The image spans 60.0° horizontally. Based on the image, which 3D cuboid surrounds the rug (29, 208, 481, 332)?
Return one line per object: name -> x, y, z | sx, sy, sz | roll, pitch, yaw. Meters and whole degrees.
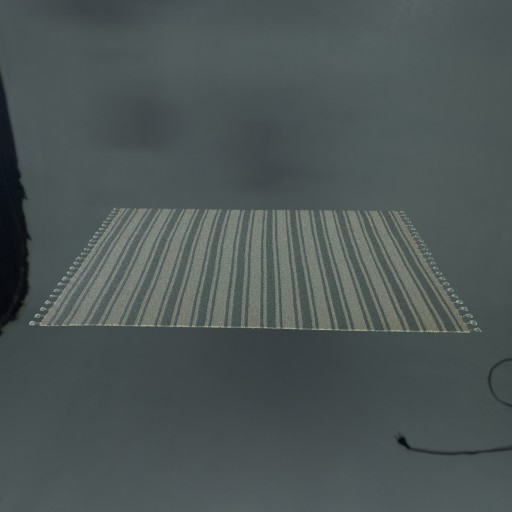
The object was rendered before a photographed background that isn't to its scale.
rug -> 0.000, 0.000, 3.010 | 2.410, 0.011, 1.539 | 1, 30, 1
